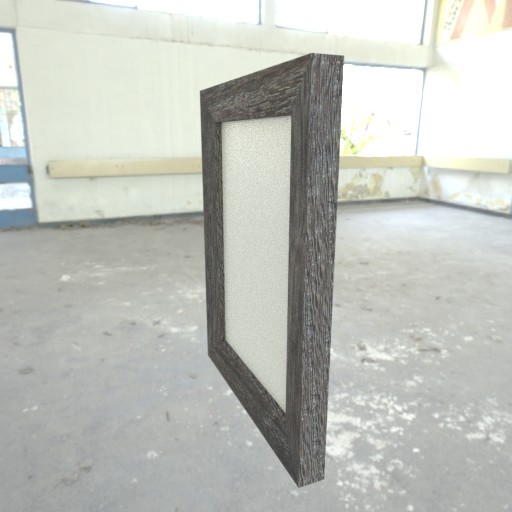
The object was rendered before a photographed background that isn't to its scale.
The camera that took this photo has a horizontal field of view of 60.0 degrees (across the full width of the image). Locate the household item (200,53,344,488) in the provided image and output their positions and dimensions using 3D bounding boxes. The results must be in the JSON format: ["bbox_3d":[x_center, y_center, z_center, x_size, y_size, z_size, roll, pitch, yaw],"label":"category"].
[{"bbox_3d":[0.000,0.000,0.280,0.020,0.210,0.160,-6,16,-22],"label":"household item"}]
